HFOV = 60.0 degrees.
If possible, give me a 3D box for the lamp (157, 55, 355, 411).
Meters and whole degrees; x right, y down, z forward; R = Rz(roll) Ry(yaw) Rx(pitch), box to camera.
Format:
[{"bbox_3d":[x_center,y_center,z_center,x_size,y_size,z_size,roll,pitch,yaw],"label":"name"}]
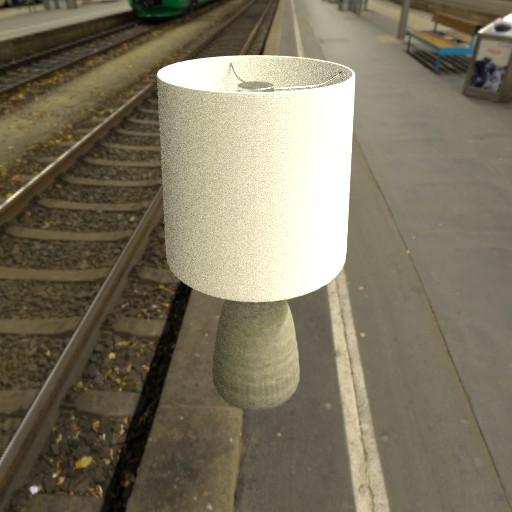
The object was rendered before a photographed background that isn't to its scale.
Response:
[{"bbox_3d":[0.000,0.000,0.472,0.186,0.369,0.186,0,33,0],"label":"lamp"}]
